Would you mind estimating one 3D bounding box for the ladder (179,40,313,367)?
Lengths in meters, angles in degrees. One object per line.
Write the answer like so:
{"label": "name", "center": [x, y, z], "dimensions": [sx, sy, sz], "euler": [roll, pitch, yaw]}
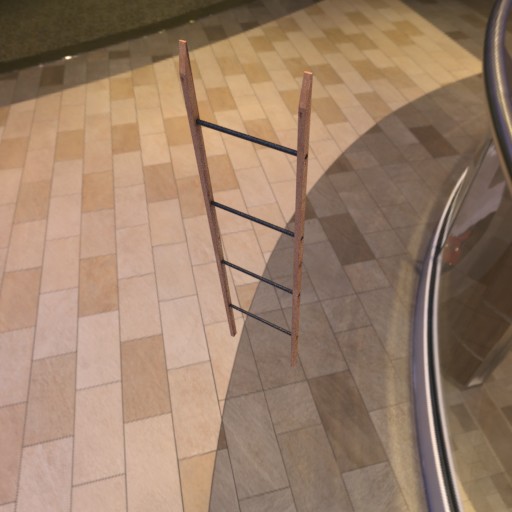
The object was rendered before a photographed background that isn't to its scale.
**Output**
{"label": "ladder", "center": [0.000, 0.000, 1.955], "dimensions": [0.442, 1.805, 0.200], "euler": [23, 51, 20]}
